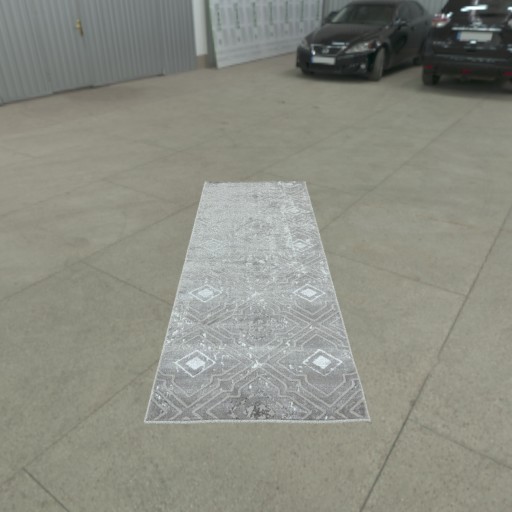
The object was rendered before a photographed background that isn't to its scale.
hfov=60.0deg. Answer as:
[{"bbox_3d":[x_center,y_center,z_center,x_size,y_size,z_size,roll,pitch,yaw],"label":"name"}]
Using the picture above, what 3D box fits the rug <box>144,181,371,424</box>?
[{"bbox_3d":[0.000,0.000,2.636,0.832,0.035,2.381,0,31,0],"label":"rug"}]
